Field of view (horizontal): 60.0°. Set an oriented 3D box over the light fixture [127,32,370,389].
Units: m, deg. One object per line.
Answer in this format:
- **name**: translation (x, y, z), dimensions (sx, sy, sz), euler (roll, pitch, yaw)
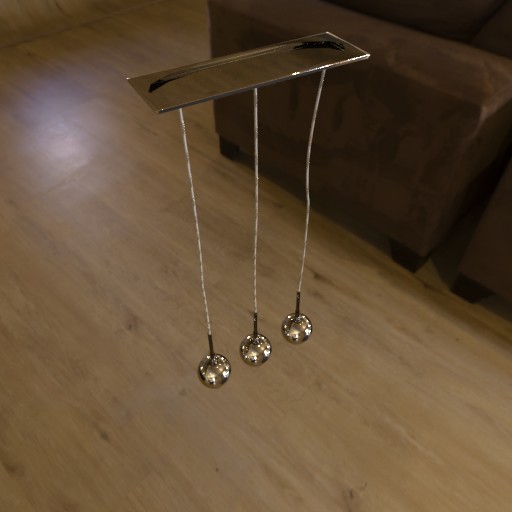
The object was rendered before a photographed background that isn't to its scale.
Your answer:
- **light fixture**: translation (0.000, 0.000, 1.644), dimensions (0.623, 1.408, 0.188), euler (-23, 50, -21)
